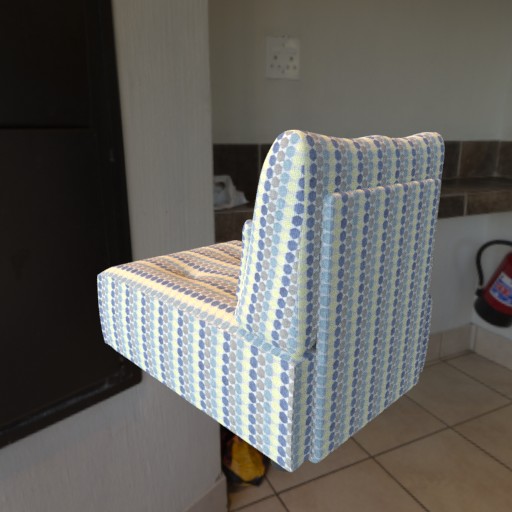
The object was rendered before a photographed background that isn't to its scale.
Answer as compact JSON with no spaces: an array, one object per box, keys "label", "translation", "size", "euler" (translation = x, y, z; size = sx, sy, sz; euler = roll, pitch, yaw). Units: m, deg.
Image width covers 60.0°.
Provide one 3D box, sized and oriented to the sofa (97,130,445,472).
[{"label":"sofa","translation":[0.000,0.000,1.518],"size":[0.700,0.820,1.000],"euler":[-14,21,-42]}]
